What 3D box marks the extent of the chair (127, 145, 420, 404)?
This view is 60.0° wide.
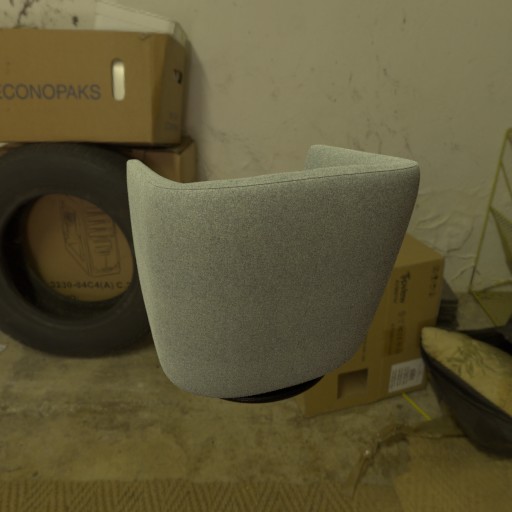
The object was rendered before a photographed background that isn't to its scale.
[{"bbox_3d":[0.000,0.000,1.617,0.822,0.861,0.986,-9,27,-18],"label":"chair"}]
